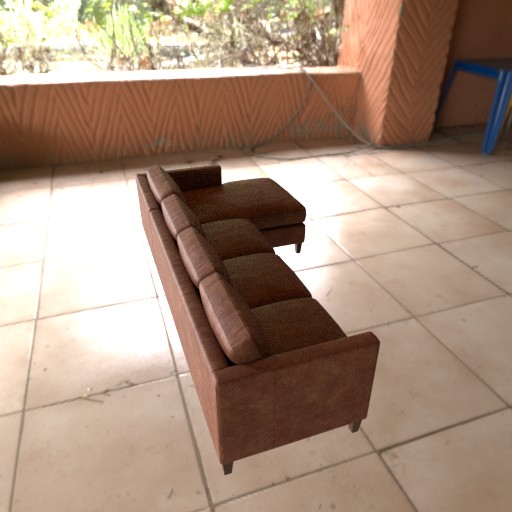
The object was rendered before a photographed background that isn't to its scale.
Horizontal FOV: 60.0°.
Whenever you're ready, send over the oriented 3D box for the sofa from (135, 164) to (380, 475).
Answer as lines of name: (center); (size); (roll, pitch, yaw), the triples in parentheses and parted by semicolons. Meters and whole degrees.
sofa: (0.000, 0.000, 3.801); (1.581, 0.883, 3.203); (-10, 31, -17)
